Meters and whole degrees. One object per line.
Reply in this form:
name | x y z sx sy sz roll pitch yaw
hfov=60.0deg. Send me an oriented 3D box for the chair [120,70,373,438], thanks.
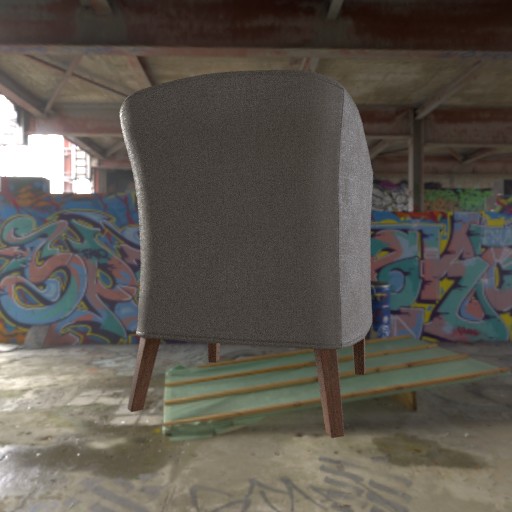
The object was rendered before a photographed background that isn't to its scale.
chair | 0.000 0.000 1.240 0.600 0.771 0.668 0 0 18
